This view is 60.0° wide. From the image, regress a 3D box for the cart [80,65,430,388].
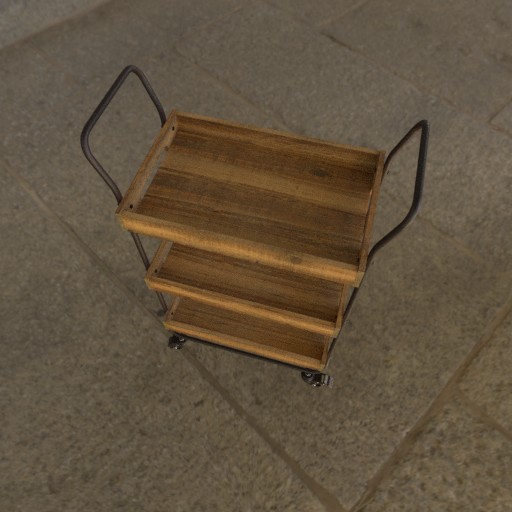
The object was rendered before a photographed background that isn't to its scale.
[{"bbox_3d":[0.000,0.000,1.134,0.583,0.857,0.339,14,60,8],"label":"cart"}]
